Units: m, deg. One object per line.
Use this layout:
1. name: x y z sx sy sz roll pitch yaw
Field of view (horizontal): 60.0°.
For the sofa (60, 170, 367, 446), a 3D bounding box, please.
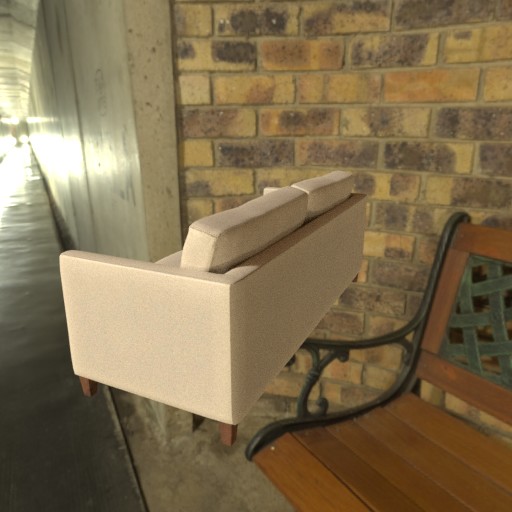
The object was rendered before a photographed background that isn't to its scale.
1. sofa: 0.000 0.000 2.928 0.951 0.968 2.361 8 19 25
